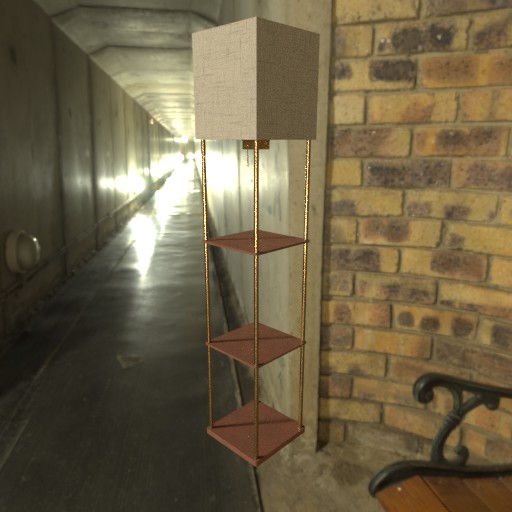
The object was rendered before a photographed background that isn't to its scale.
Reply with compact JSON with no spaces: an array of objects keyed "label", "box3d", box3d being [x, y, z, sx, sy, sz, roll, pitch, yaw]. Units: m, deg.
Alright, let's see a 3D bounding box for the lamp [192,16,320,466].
[{"label":"lamp","box3d":[0.000,0.000,1.712,0.308,1.569,0.310,14,20,43]}]
